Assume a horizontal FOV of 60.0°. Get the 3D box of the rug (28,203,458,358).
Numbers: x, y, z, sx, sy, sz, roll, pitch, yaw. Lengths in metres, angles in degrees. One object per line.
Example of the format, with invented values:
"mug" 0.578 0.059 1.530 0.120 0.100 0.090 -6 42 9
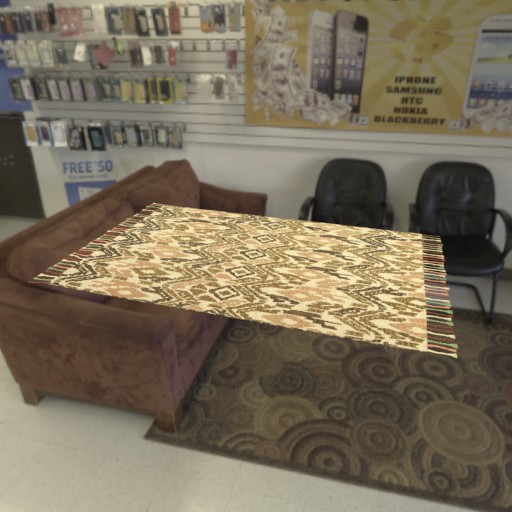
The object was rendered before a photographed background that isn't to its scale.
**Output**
"rug" 0.000 0.000 3.005 2.438 0.008 1.524 8 27 16
